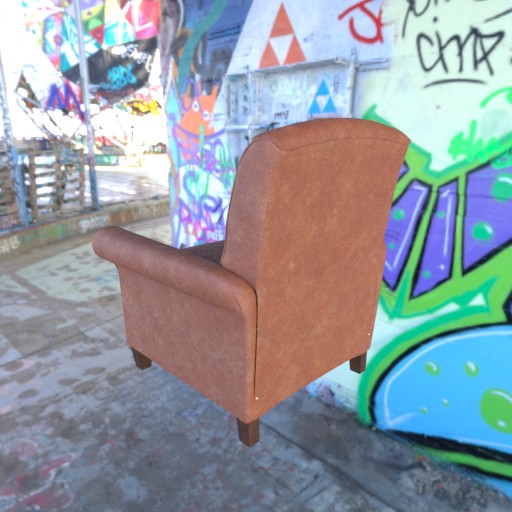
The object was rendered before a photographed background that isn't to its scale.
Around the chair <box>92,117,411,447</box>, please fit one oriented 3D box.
[{"bbox_3d":[0.000,0.000,1.805,0.978,1.061,0.902,-15,22,-42],"label":"chair"}]
